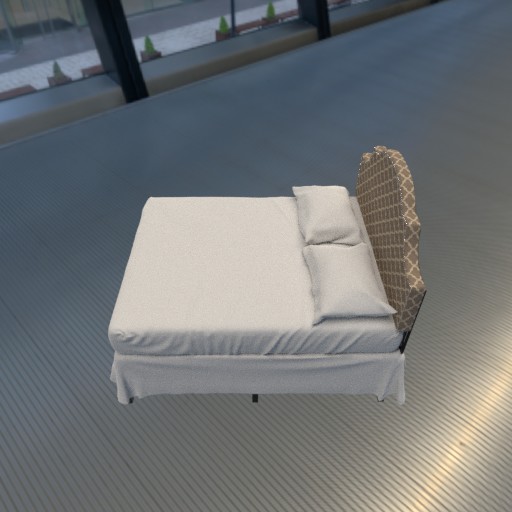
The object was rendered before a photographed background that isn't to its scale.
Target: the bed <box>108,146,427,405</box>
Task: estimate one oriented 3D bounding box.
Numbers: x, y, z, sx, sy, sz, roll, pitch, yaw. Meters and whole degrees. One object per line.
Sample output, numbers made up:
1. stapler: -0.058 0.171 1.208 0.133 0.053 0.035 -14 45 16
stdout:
1. bed: 0.000 0.000 3.427 2.222 1.633 1.780 0 42 0
